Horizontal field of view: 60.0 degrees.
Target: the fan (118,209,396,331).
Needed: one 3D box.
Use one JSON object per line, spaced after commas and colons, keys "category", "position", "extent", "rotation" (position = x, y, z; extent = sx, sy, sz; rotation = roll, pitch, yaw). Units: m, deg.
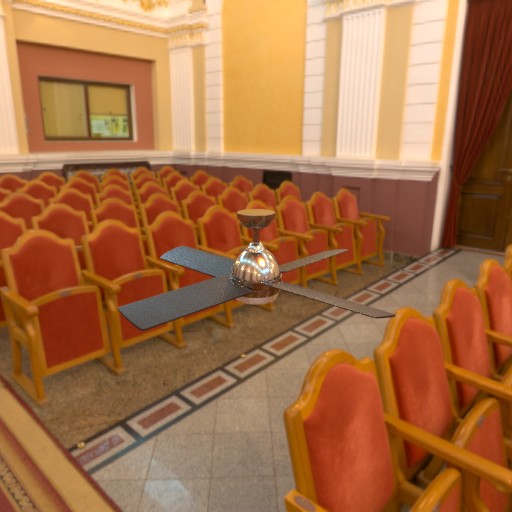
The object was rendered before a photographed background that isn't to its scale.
{"category": "fan", "position": [0.000, 0.000, 2.018], "extent": [1.332, 0.403, 1.332], "rotation": [14, 21, 42]}
